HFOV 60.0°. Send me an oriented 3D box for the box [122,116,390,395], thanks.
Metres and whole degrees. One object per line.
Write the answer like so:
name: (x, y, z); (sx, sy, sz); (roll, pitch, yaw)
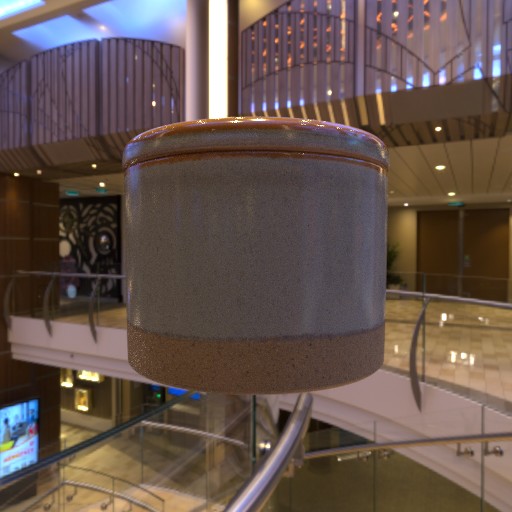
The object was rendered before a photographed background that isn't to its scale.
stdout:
box: (0.000, 0.000, 0.213); (0.123, 0.100, 0.123); (0, 1, 0)
